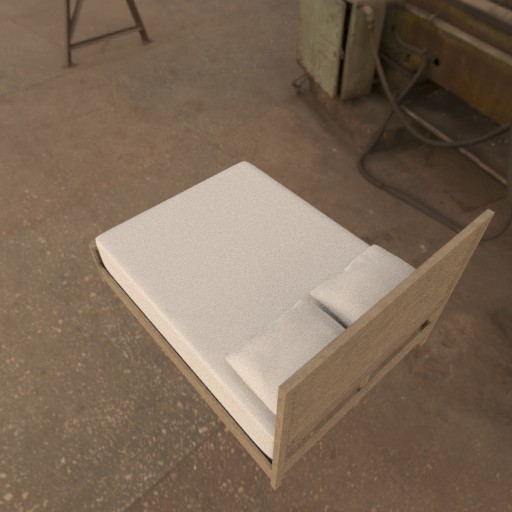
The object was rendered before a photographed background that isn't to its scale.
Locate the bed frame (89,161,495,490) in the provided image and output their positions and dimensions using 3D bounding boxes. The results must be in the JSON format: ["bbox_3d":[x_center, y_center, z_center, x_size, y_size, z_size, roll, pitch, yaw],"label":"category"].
[{"bbox_3d":[0.000,0.000,3.162,1.606,1.369,2.189,-33,56,-26],"label":"bed frame"}]
